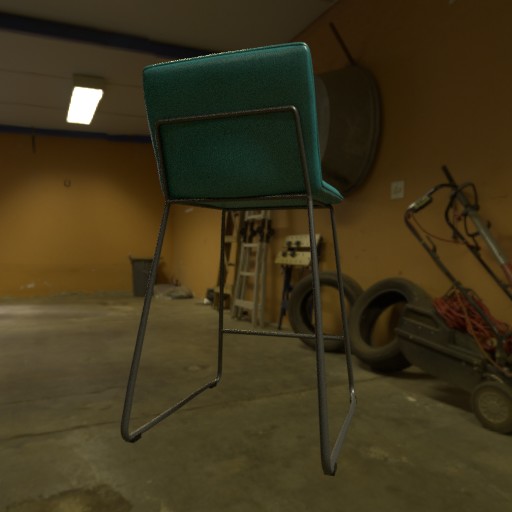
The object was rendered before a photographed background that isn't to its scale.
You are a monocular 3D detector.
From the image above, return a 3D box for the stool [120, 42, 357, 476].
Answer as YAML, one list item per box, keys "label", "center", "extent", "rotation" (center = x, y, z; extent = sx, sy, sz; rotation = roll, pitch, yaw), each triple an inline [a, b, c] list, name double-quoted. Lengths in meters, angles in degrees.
- label: "stool"
  center: [0.000, 0.000, 1.170]
  extent: [0.489, 0.866, 0.524]
  rotation: [0, 1, 19]
